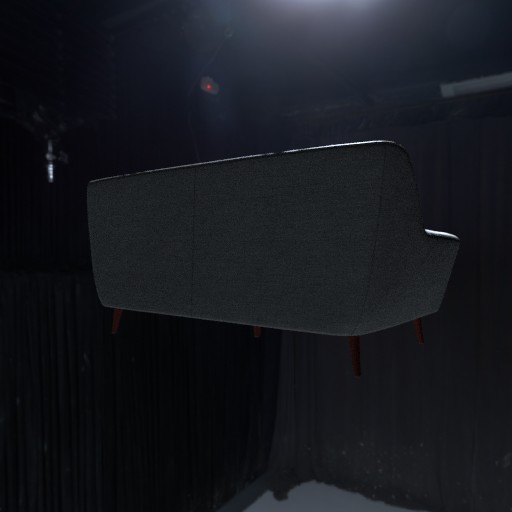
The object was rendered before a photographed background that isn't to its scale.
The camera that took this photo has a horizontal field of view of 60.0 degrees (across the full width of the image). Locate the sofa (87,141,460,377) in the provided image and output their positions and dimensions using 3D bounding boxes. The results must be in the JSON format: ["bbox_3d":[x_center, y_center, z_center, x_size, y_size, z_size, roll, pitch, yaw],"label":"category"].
[{"bbox_3d":[0.000,0.000,2.445,1.930,0.897,0.976,1,1,35],"label":"sofa"}]
